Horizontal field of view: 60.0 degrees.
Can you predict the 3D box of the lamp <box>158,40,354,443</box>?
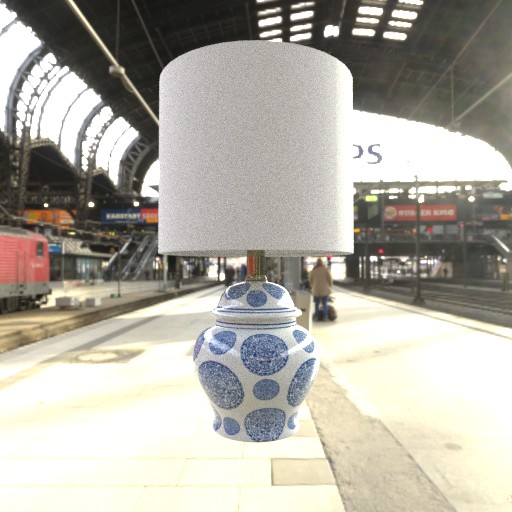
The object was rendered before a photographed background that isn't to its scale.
[{"bbox_3d":[0.000,0.000,0.499,0.215,0.381,0.215,0,-2,-1],"label":"lamp"}]
